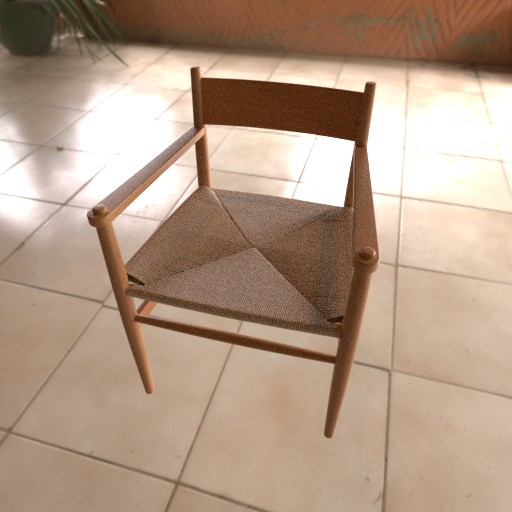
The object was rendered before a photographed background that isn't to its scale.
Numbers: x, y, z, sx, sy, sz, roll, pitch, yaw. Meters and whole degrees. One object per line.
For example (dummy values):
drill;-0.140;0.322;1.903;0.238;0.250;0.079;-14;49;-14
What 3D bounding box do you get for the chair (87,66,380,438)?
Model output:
chair;0.000;0.000;1.131;0.556;0.762;0.495;10;42;11
